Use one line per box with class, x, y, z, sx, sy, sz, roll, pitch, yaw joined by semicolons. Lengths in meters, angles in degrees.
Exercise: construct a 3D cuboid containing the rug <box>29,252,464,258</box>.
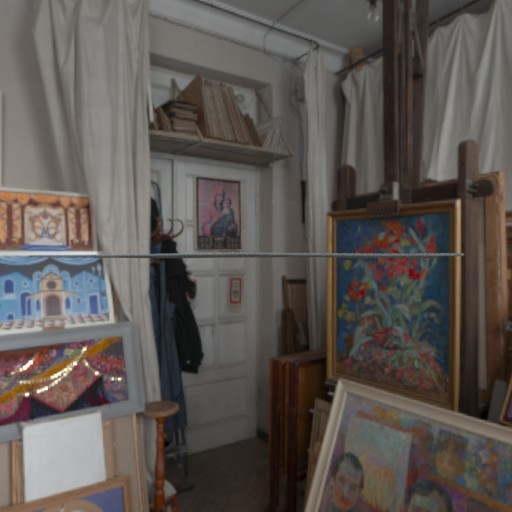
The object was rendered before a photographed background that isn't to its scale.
rug;0.000;0.000;2.332;1.853;0.022;1.174;0;-1;18
